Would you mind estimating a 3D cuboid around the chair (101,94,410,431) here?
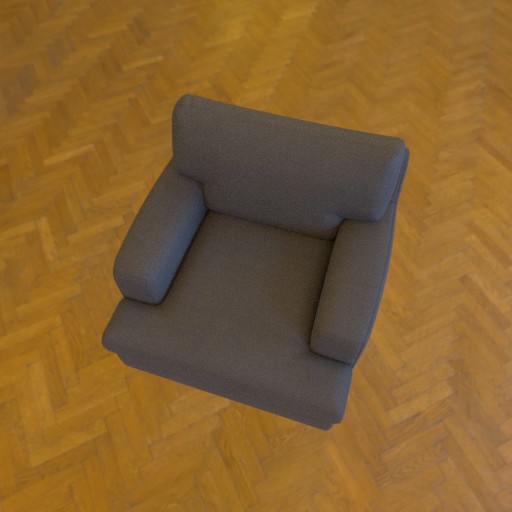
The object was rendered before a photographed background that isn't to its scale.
[{"bbox_3d":[0.000,0.000,2.039,1.168,0.940,1.143,15,58,10],"label":"chair"}]
